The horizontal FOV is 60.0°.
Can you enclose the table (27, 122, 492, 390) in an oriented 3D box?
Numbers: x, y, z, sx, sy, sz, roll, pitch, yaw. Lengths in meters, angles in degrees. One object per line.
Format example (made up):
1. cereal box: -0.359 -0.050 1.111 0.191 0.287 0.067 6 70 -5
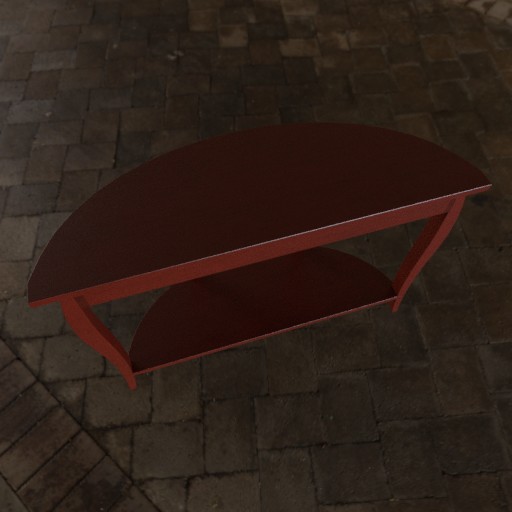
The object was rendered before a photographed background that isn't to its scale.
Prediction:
1. table: 0.000 0.000 1.541 1.219 0.779 0.405 -15 59 -9
